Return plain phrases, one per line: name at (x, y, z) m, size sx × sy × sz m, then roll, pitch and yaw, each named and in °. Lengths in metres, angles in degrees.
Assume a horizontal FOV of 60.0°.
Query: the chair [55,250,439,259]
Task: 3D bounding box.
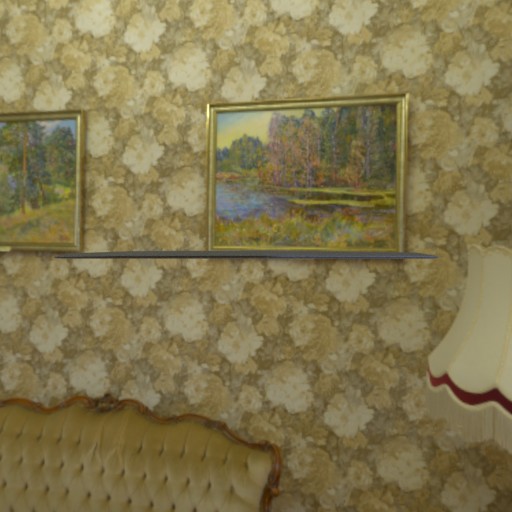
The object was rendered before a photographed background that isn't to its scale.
chair at (0.000, 0.000, 1.881) m, size 1.372 × 0.024 × 1.219 m, roll 0°, pitch 0°, yaw -36°
